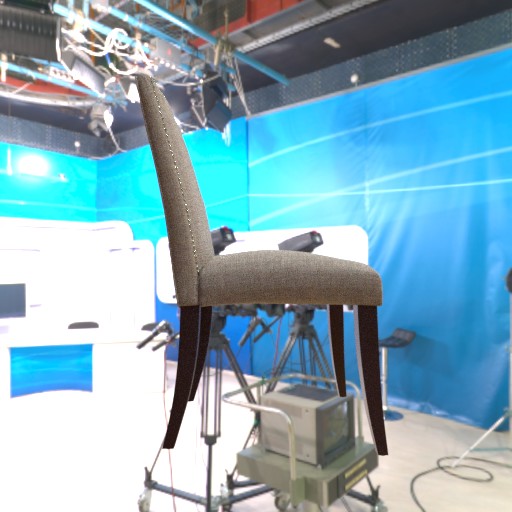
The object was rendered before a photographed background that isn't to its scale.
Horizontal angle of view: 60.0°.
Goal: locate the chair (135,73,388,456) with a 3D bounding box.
[{"bbox_3d":[0.000,0.000,1.374,0.660,1.016,0.513,0,-1,-1],"label":"chair"}]
